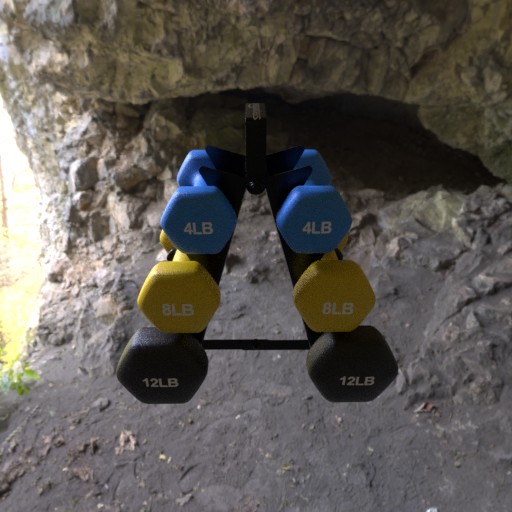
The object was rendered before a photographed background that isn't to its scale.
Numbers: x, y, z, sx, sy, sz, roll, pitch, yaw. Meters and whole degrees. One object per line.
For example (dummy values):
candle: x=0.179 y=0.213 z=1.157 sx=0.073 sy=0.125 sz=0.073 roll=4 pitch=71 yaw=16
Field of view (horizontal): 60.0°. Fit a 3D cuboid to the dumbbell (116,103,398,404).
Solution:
dumbbell: x=0.000 y=0.000 z=0.665 sx=0.409 sy=0.426 sz=0.255 roll=0 pitch=30 yaw=-1
